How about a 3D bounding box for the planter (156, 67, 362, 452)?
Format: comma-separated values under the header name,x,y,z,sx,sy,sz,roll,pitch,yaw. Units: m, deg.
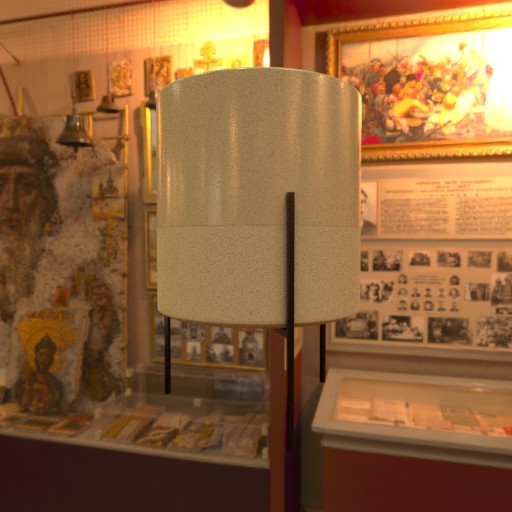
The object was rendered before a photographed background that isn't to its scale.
name,x,y,z,sx,sy,sz,roll,pitch,yaw
planter,0.000,0.000,0.704,0.323,0.475,0.314,1,2,17
